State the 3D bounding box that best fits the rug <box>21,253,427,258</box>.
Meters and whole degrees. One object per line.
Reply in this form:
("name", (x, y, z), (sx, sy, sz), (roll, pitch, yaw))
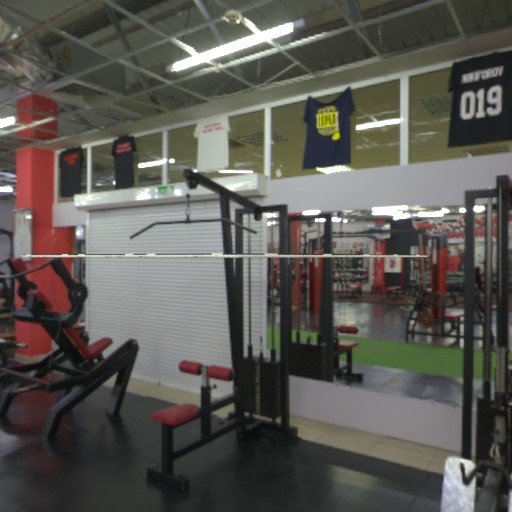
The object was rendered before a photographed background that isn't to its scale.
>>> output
("rug", (0.000, 0.000, 2.917), (1.555, 0.016, 2.286), (0, 0, 37))
